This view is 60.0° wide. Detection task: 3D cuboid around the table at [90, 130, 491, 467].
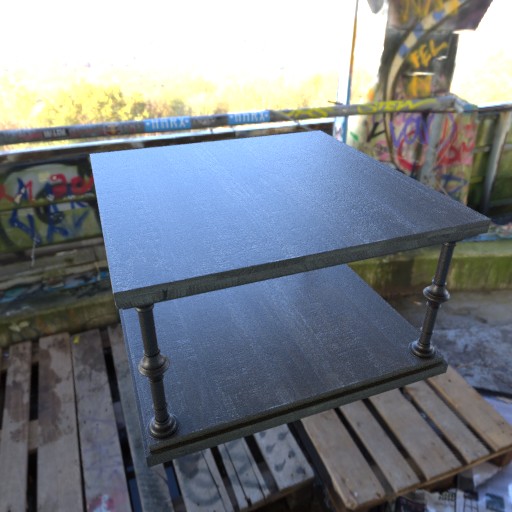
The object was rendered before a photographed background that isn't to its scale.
[{"bbox_3d":[0.000,0.000,1.120,0.696,0.400,0.696,-11,32,-18],"label":"table"}]
